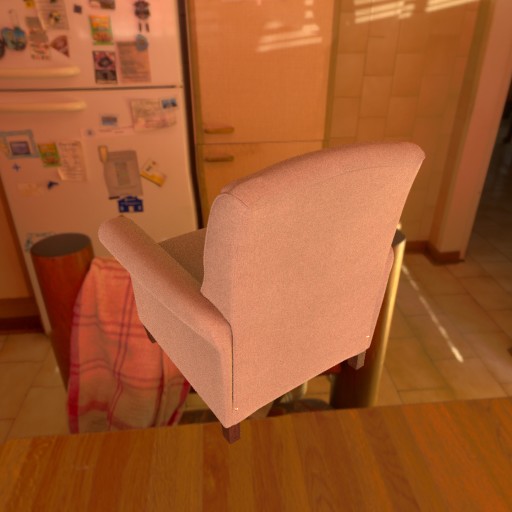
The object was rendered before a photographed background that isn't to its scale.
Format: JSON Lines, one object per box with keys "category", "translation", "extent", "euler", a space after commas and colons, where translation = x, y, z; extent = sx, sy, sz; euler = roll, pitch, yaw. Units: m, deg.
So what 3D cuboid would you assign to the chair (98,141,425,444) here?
{"category": "chair", "translation": [0.000, 0.000, 1.791], "extent": [0.978, 1.061, 0.905], "euler": [-19, 34, -31]}
